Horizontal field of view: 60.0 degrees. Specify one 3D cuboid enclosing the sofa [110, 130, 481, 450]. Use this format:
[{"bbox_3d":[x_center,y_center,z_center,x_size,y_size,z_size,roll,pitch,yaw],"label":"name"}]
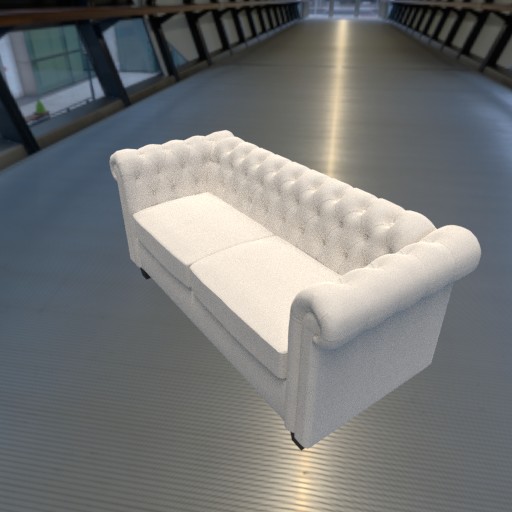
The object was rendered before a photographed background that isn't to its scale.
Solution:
[{"bbox_3d":[0.000,0.000,2.223,0.771,0.796,1.798,-20,37,-30],"label":"sofa"}]
